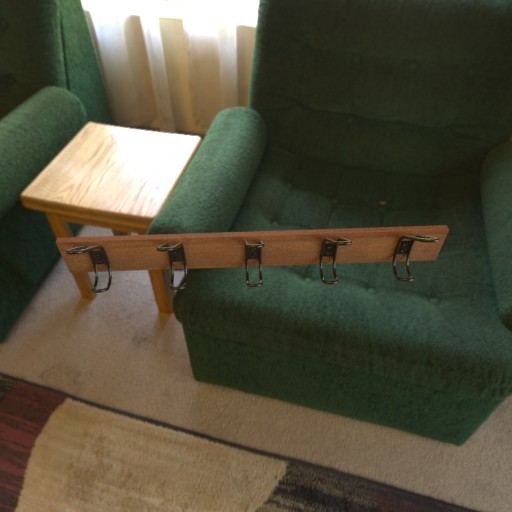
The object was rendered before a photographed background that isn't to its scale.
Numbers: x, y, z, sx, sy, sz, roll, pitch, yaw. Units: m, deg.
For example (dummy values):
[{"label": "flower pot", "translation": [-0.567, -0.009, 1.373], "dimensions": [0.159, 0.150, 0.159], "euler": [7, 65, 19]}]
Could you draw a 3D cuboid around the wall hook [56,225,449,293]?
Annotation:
[{"label": "wall hook", "translation": [0.000, 0.000, 0.612], "dimensions": [0.554, 0.116, 0.076], "euler": [-2, 47, -2]}]
